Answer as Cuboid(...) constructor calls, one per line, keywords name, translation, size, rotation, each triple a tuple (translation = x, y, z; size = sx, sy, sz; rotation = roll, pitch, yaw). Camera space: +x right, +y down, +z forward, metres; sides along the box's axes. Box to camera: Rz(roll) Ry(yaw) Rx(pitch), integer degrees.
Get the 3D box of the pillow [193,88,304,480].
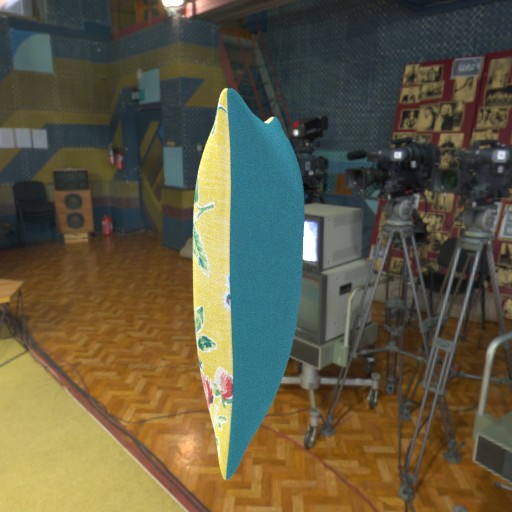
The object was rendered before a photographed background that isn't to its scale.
Cuboid(name="pillow", translation=(0.000, 0.000, 0.795), size=(0.166, 0.508, 0.525), rotation=(2, 14, 8))
